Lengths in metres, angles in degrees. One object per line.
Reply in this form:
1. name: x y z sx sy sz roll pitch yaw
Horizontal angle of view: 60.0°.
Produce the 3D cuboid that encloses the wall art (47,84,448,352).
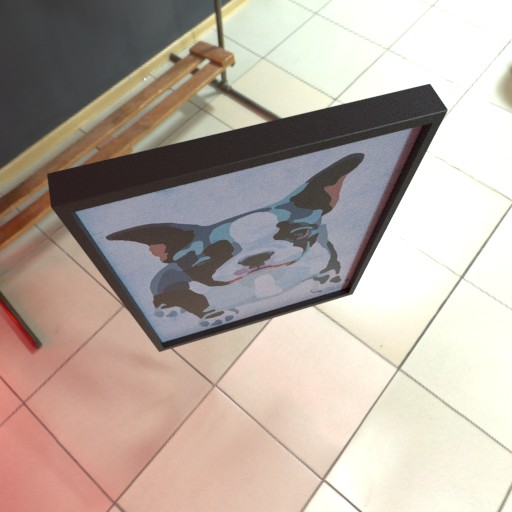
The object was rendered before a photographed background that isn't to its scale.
1. wall art: 0.000 0.000 0.485 0.294 0.369 0.030 -15 64 -8
